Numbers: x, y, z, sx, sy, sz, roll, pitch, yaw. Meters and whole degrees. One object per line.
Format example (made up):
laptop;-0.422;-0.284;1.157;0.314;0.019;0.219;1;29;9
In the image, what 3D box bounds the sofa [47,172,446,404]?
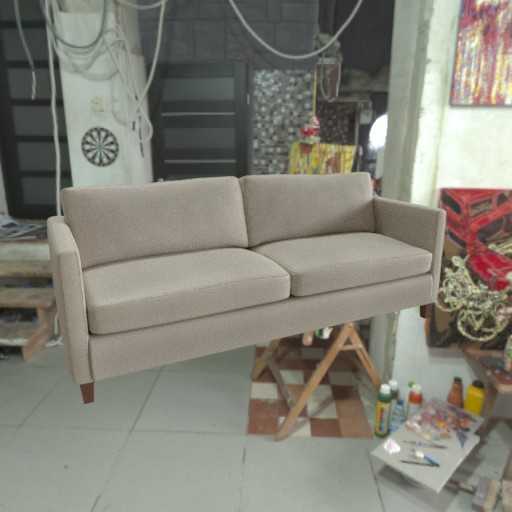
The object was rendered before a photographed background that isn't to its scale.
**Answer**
sofa;0.000;0.000;2.832;2.361;0.968;0.951;-8;18;-25
